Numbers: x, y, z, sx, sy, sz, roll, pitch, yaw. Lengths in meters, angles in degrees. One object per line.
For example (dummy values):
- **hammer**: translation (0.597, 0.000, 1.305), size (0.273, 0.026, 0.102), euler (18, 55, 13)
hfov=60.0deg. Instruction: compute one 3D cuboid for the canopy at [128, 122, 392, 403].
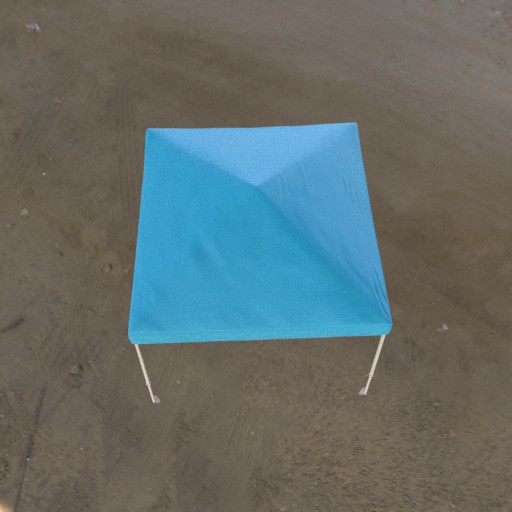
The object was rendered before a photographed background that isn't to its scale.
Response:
- **canopy**: translation (0.000, 0.000, 6.629), size (3.599, 3.600, 3.600), euler (-2, 64, -1)
